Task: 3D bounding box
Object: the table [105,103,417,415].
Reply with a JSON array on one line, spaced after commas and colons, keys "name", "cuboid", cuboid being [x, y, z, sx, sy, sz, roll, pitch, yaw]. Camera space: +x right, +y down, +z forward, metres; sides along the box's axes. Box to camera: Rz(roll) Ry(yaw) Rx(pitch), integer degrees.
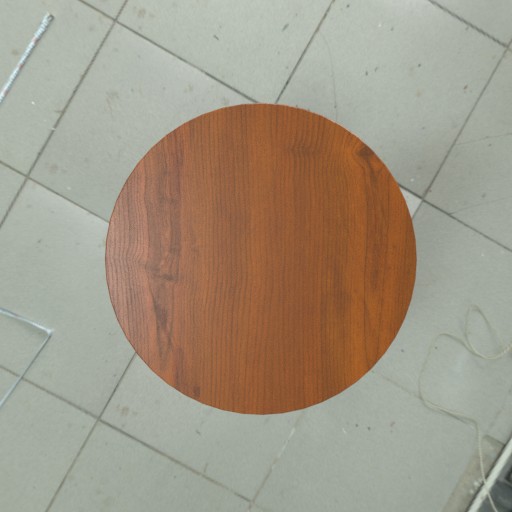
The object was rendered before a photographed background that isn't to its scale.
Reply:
[{"name": "table", "cuboid": [0.000, 0.000, 0.952, 0.457, 0.610, 0.457, 0, 91, -2]}]
